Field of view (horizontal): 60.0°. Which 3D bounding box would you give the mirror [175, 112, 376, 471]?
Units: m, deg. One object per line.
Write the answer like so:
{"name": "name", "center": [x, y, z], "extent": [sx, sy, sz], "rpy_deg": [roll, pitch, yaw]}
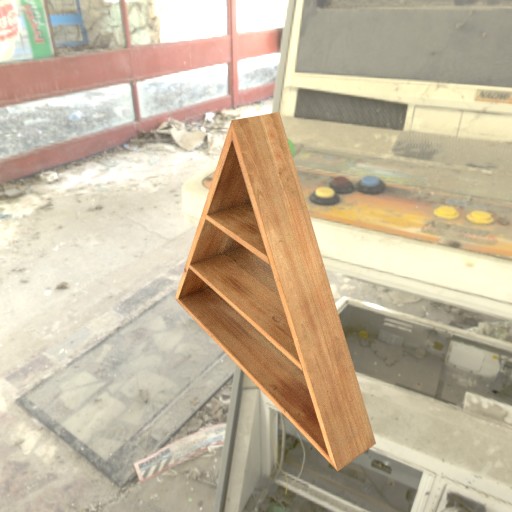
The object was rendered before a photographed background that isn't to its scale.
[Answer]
{"name": "mirror", "center": [0.000, 0.000, 0.885], "extent": [0.100, 0.548, 0.631], "rpy_deg": [-20, 36, -30]}
